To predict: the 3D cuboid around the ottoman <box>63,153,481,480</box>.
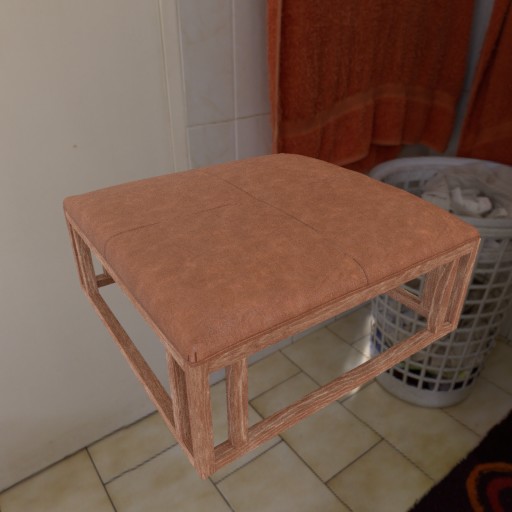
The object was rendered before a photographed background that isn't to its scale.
[{"bbox_3d":[0.000,0.000,1.557,1.016,0.442,1.013,-19,34,-30],"label":"ottoman"}]
